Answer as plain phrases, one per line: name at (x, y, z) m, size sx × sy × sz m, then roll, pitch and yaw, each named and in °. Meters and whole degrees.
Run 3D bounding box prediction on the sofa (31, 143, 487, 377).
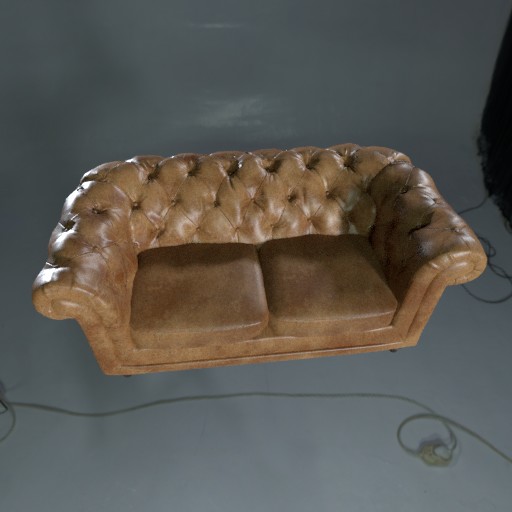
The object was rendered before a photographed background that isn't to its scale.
sofa at (0.000, 0.000, 2.456) m, size 1.979 × 0.877 × 1.042 m, roll -4°, pitch 46°, yaw -4°
